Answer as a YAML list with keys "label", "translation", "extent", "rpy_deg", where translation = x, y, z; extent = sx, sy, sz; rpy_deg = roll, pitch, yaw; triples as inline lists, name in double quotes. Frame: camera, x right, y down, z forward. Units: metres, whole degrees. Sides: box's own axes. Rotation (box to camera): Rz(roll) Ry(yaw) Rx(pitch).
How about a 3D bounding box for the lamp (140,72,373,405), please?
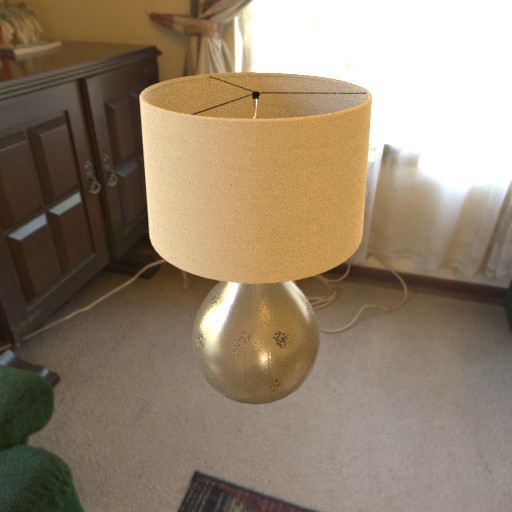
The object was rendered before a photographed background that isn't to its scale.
- label: "lamp"
  translation: [0.000, 0.000, 0.732]
  extent: [0.330, 0.521, 0.330]
  rpy_deg: [0, 31, 0]
